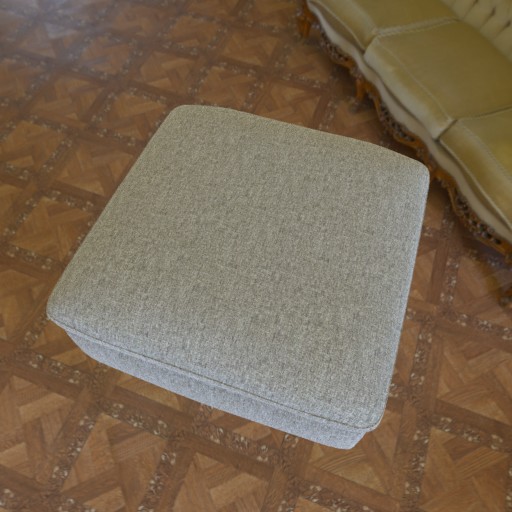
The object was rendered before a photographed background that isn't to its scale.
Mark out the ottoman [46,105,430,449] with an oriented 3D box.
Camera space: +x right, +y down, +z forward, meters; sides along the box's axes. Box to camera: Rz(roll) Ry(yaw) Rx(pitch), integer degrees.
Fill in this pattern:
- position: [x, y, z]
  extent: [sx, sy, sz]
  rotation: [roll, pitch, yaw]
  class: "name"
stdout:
- position: [0.000, 0.000, 1.608]
  extent: [1.039, 0.526, 1.035]
  rotation: [17, 60, 10]
  class: "ottoman"
